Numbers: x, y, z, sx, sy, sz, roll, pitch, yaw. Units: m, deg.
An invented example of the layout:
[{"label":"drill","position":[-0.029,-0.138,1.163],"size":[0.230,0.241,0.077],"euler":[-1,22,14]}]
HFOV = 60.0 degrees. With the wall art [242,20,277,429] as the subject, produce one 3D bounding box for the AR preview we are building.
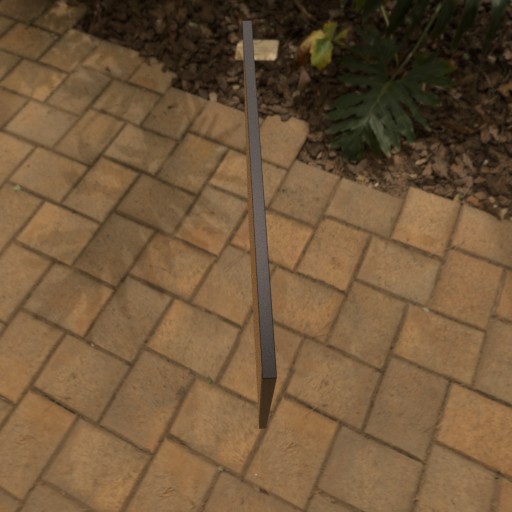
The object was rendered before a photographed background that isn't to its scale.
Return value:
[{"label":"wall art","position":[0.000,0.000,0.681],"size":[0.012,0.458,0.457],"euler":[-3,64,-1]}]
